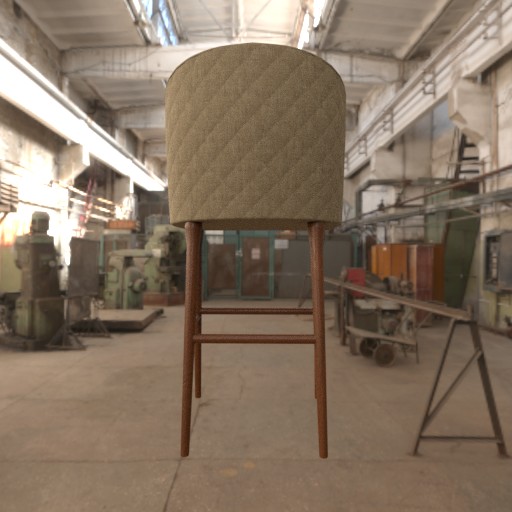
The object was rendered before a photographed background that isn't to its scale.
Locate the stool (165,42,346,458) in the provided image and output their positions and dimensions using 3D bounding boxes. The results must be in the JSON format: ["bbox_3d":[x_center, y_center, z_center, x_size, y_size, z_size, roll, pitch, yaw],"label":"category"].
[{"bbox_3d":[0.000,0.000,1.416,0.559,1.078,0.607,0,0,1],"label":"stool"}]
